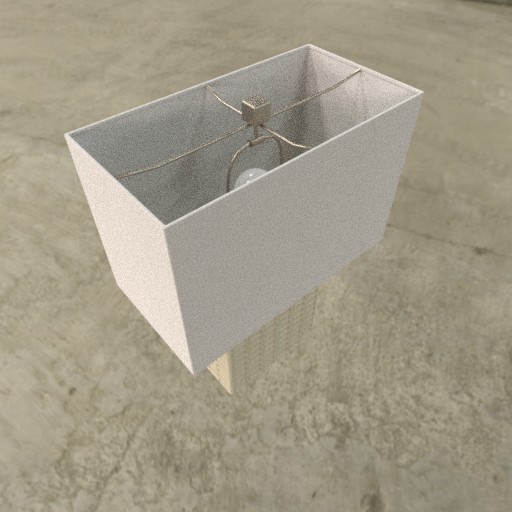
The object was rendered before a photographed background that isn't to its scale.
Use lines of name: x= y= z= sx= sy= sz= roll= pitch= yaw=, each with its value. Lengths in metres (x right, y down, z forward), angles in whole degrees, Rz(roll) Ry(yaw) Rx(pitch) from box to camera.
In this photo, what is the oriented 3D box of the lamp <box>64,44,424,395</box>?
lamp: x=0.000 y=0.000 z=0.692 sx=0.380 sy=0.515 sz=0.200 roll=-32 pitch=54 yaw=-27
